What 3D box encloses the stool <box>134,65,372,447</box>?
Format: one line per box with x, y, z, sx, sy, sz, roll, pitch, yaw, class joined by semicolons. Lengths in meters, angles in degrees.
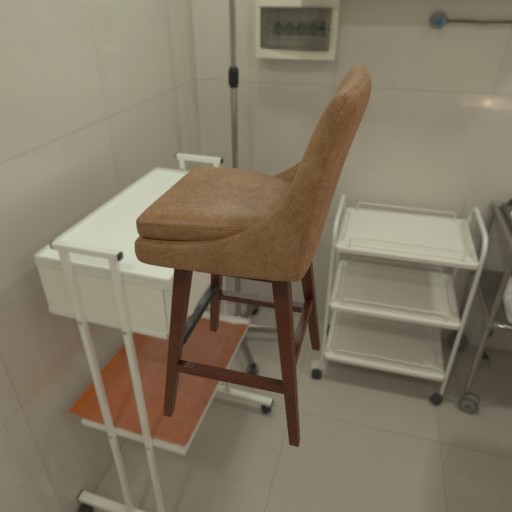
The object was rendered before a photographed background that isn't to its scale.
0.000;0.000;1.388;0.572;1.079;0.487;8;32;13;stool
